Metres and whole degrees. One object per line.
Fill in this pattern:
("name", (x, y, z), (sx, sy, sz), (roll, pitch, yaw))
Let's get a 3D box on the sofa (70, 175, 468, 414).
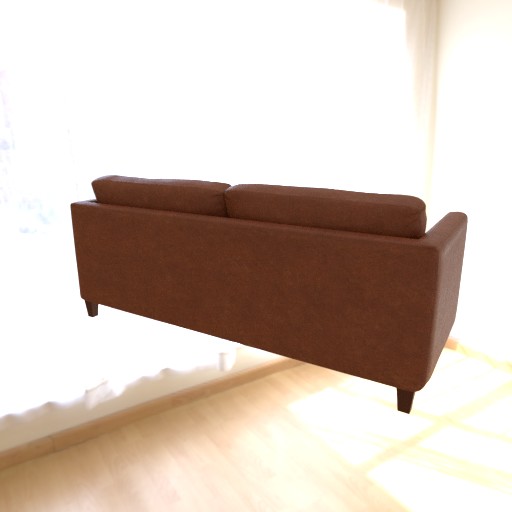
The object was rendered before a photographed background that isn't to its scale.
("sofa", (0.000, 0.000, 2.683), (2.204, 0.932, 0.950), (9, 18, 30))
